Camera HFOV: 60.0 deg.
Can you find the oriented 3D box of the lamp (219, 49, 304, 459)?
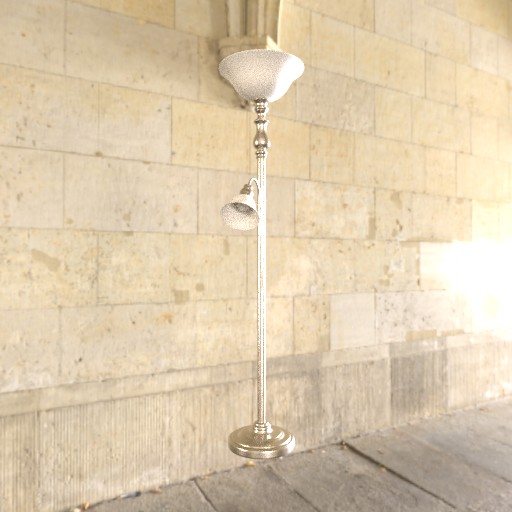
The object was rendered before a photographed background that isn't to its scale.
[{"bbox_3d":[0.000,0.000,2.027,0.405,1.785,0.575,0,-1,17],"label":"lamp"}]
